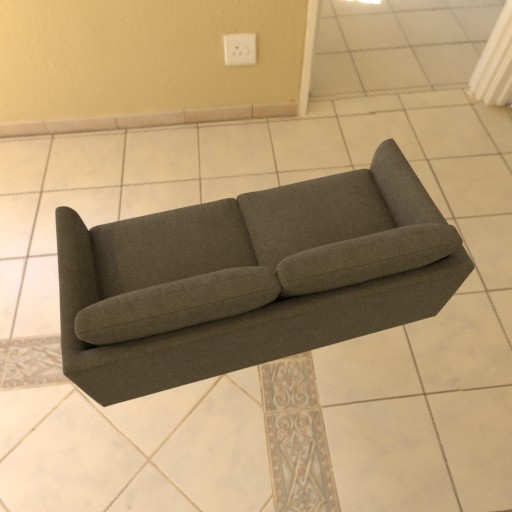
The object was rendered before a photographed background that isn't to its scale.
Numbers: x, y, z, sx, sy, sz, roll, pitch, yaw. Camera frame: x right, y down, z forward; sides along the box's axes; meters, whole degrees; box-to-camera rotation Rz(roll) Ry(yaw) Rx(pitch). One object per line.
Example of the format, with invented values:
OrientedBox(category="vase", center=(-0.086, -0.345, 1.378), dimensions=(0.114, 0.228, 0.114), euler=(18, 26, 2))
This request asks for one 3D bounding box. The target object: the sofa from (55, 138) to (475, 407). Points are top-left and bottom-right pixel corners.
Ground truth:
OrientedBox(category="sofa", center=(0.000, 0.000, 2.752), dimensions=(2.257, 0.838, 1.092), euler=(-13, 58, -8))
